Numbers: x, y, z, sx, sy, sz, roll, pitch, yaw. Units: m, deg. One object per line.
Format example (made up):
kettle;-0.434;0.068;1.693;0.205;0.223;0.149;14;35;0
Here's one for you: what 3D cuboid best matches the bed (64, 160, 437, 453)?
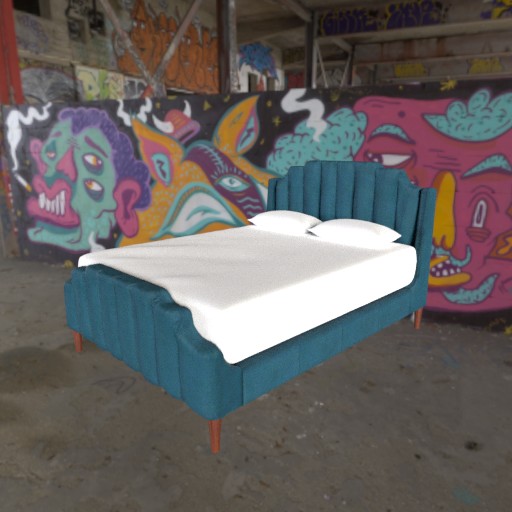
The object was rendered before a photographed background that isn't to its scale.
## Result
bed;0.000;0.000;3.326;2.322;1.351;1.676;-13;19;-43
